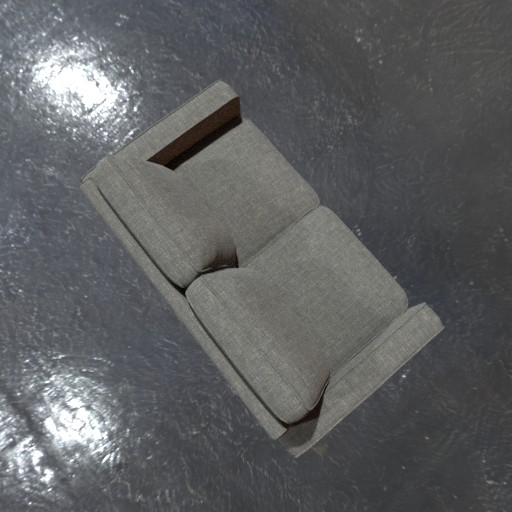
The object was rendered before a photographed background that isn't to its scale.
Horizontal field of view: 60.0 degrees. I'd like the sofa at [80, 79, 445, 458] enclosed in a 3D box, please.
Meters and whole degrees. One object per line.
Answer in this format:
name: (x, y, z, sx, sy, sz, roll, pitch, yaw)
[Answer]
sofa: (0.000, 0.000, 2.277, 0.947, 0.918, 1.709, -38, 79, -8)
